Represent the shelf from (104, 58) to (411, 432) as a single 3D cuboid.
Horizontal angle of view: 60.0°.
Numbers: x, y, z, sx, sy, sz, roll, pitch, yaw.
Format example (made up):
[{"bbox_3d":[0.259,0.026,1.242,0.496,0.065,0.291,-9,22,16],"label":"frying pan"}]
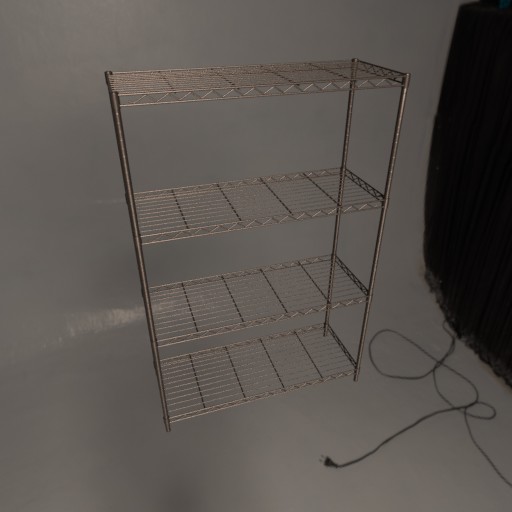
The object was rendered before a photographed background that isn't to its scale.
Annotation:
[{"bbox_3d":[0.000,0.000,1.753,0.907,1.361,0.352,-10,33,-15],"label":"shelf"}]
